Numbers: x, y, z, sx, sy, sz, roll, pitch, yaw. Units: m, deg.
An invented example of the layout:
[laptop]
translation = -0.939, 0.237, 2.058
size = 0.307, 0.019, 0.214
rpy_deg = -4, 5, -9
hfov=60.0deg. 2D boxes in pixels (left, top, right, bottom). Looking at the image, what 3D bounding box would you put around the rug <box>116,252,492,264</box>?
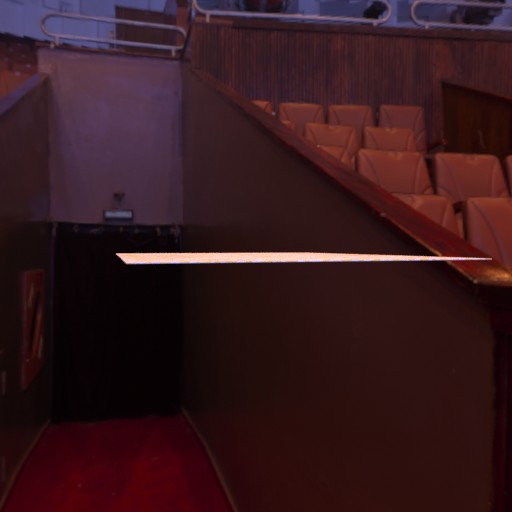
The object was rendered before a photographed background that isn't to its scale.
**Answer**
[rug]
translation = 0.000, 0.000, 4.121
size = 2.433, 0.011, 3.037
rpy_deg = 0, 1, -18
